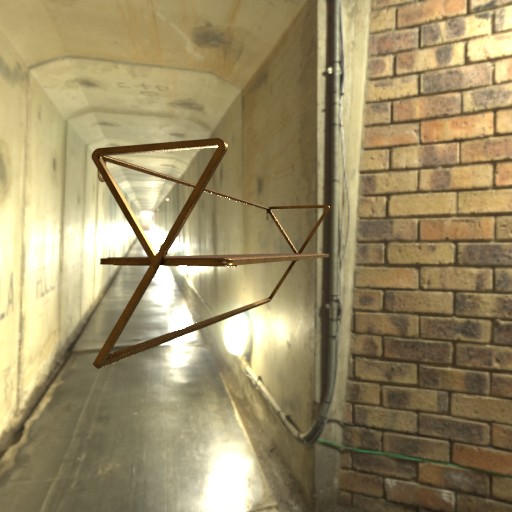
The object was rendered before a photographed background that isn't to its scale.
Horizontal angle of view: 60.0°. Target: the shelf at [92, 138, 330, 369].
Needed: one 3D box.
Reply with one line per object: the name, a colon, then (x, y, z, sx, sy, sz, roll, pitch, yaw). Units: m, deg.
shelf: (0.000, 0.000, 0.744, 0.150, 0.229, 0.645, 0, 1, 18)
